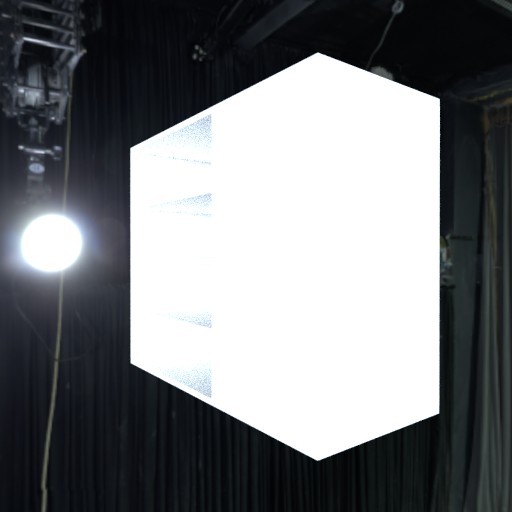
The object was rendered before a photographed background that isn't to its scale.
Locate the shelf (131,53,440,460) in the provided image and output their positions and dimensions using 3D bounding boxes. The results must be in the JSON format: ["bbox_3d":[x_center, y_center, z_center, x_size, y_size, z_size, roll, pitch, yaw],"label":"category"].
[{"bbox_3d":[0.000,0.000,1.271,0.396,0.732,0.895,0,0,-37],"label":"shelf"}]
